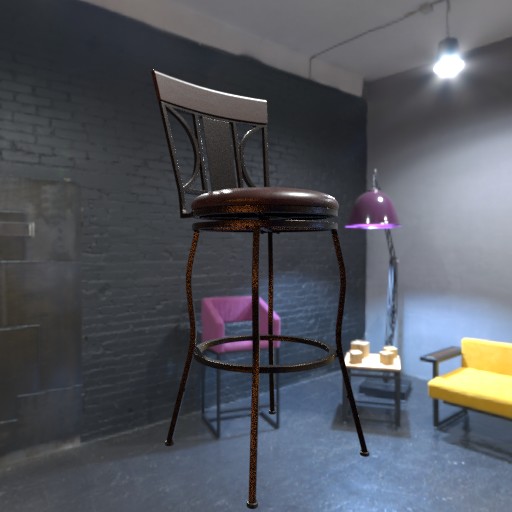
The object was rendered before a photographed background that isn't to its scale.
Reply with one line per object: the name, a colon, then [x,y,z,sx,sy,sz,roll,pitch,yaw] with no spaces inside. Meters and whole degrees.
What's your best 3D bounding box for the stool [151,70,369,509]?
stool: [0.000,0.000,1.318,0.448,1.130,0.513,-1,1,-38]
